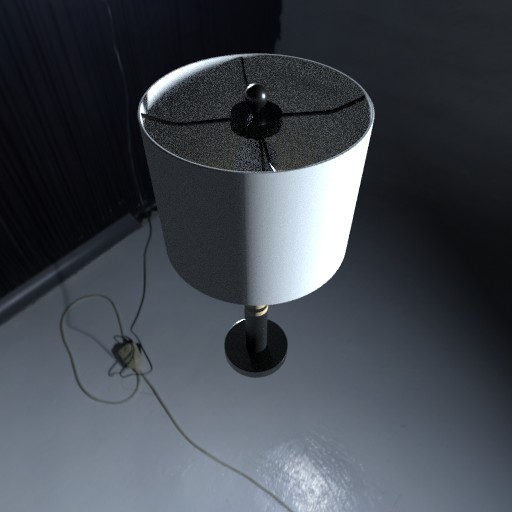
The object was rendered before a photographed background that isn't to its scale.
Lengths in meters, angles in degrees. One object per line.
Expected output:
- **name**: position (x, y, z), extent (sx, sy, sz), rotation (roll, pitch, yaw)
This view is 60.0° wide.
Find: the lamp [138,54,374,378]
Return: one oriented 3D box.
- **lamp**: position (0.000, 0.000, 0.797), extent (0.305, 0.640, 0.305), rotation (31, 54, 25)
